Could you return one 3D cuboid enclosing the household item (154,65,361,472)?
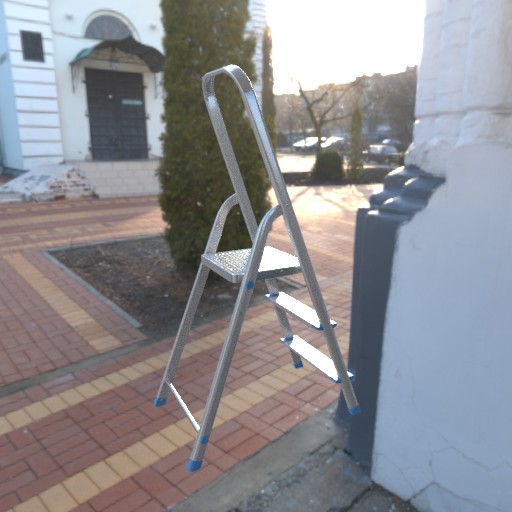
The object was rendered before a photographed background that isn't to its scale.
[{"bbox_3d":[0.000,0.000,1.558,0.687,1.215,0.420,-7,16,-27],"label":"household item"}]
